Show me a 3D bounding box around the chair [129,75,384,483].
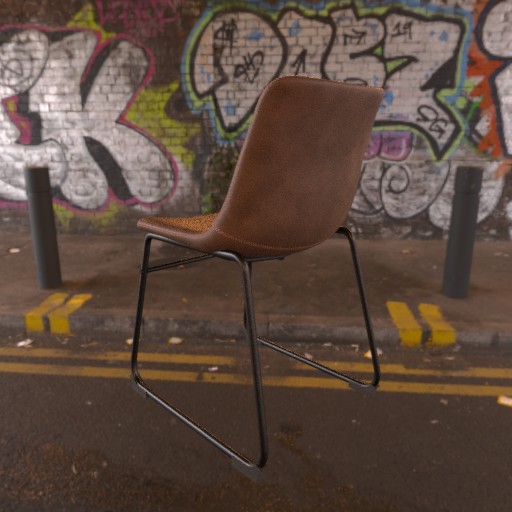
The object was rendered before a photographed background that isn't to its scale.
[{"bbox_3d":[0.000,0.000,1.113,0.460,0.780,0.551,-14,21,-43],"label":"chair"}]
